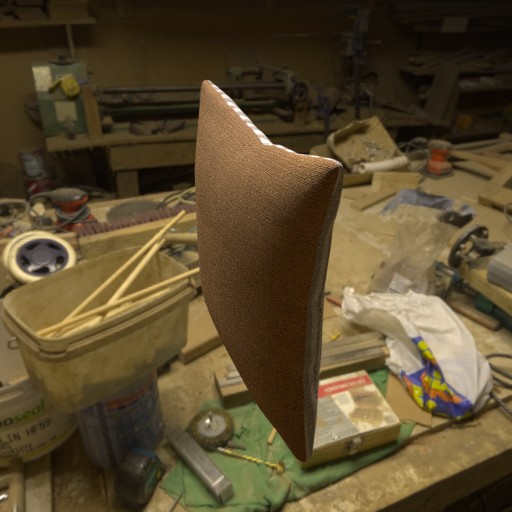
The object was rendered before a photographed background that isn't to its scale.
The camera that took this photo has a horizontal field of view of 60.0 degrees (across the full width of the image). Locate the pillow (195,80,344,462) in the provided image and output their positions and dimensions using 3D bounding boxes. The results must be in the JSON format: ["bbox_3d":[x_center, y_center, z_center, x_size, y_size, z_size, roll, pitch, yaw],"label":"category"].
[{"bbox_3d":[0.000,0.000,0.667,0.147,0.437,0.432,-12,33,-19],"label":"pillow"}]
